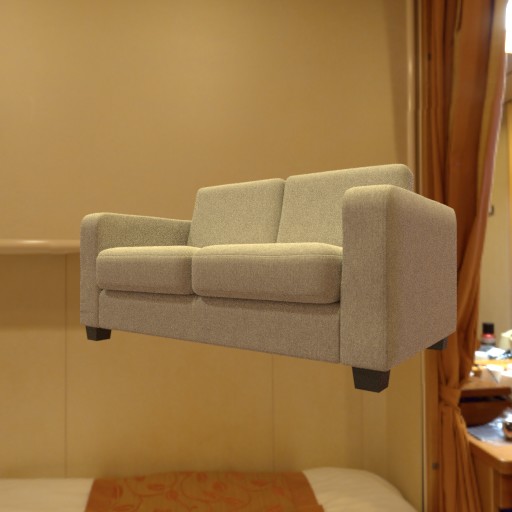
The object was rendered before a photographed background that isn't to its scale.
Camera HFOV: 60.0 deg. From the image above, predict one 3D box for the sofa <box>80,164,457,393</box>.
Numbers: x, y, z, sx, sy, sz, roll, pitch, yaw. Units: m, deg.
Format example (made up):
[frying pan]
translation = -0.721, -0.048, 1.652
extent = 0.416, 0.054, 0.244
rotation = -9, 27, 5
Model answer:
[sofa]
translation = 0.000, 0.000, 2.015
extent = 1.540, 0.800, 0.900
rotation = 0, 0, 36
